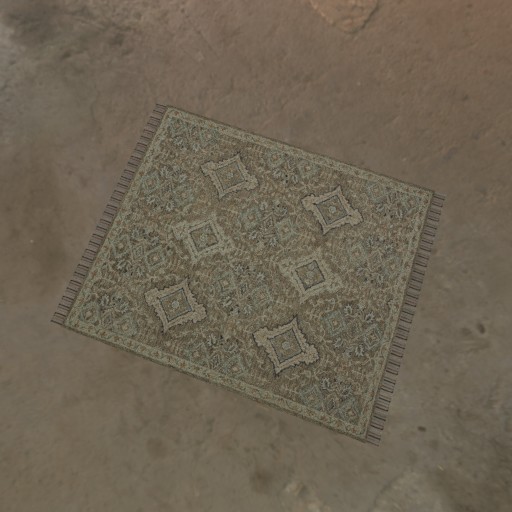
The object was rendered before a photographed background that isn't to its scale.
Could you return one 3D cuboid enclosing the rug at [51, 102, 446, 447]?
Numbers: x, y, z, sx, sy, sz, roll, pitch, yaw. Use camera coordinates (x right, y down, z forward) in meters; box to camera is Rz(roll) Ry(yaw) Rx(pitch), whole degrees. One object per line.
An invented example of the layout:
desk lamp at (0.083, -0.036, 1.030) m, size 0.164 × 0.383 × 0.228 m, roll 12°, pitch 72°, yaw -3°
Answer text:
rug at (0.000, 0.000, 4.152) m, size 3.056 × 0.010 × 2.437 m, roll 19°, pitch 75°, yaw 5°
